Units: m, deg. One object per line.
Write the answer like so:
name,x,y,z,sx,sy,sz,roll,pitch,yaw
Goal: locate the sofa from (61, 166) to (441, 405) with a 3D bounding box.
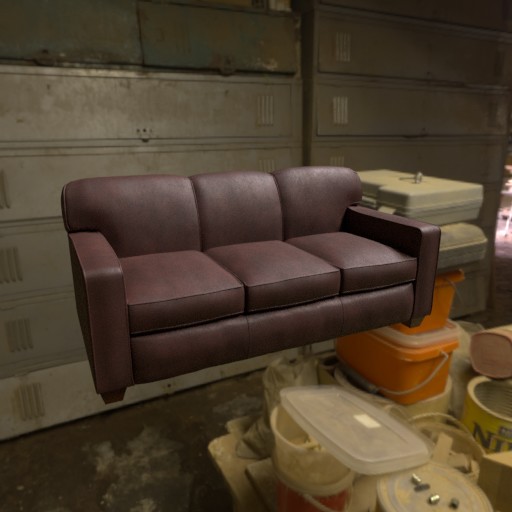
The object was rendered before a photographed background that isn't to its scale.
sofa,0.000,0.000,2.648,2.039,0.953,1.008,-8,18,-25
